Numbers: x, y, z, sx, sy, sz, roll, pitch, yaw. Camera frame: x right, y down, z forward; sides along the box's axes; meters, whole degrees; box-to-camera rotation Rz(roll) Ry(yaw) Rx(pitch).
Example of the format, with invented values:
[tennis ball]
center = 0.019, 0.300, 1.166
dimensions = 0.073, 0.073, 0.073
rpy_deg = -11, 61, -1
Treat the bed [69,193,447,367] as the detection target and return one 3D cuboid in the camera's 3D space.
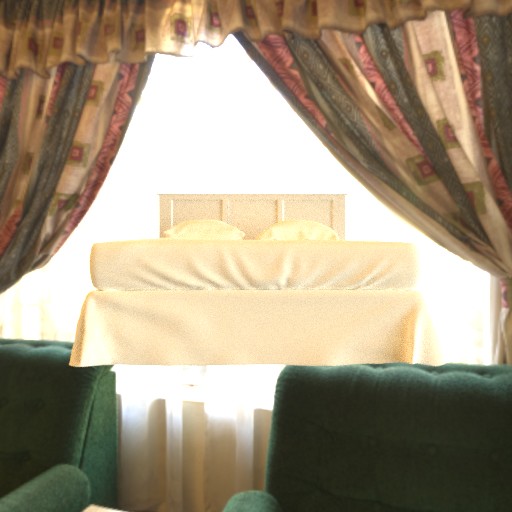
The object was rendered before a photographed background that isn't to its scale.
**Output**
[bed]
center = 0.000, 0.000, 3.586
dimensions = 2.317, 1.273, 2.215
rpy_deg = 0, 1, -1
